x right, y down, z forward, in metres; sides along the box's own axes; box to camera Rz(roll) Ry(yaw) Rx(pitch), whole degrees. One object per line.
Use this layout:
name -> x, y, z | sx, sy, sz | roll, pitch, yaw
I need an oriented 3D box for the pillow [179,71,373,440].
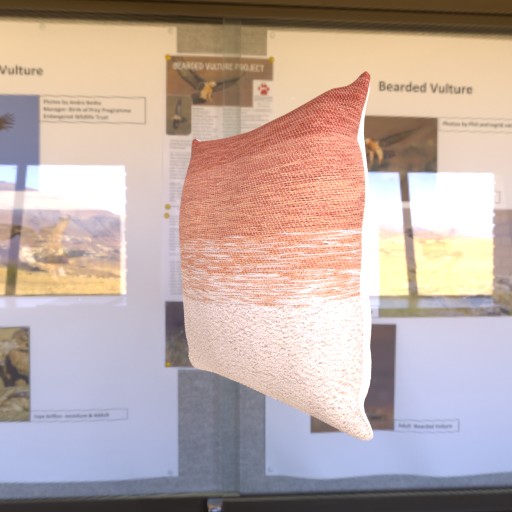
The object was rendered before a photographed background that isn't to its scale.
pillow -> 0.000, 0.000, 0.683 | 0.182, 0.441, 0.440 | -1, 1, -35
